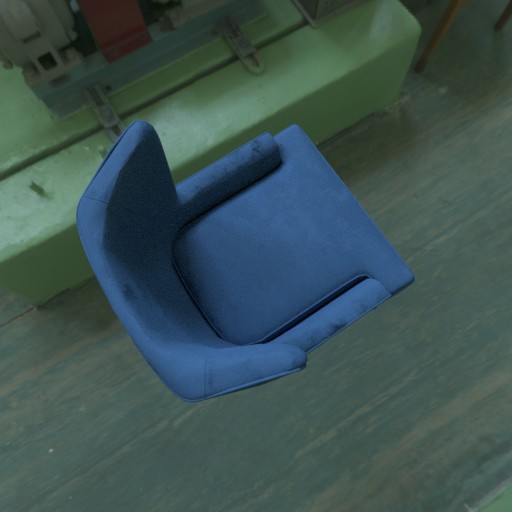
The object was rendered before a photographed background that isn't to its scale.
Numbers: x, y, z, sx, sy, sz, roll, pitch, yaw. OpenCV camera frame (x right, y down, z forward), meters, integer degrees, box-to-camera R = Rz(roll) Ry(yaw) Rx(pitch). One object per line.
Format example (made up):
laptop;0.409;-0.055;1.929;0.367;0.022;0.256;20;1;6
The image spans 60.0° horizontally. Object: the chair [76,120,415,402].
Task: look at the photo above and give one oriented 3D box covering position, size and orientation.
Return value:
chair;0.000;0.000;1.589;0.910;0.952;0.793;-32;77;-8
